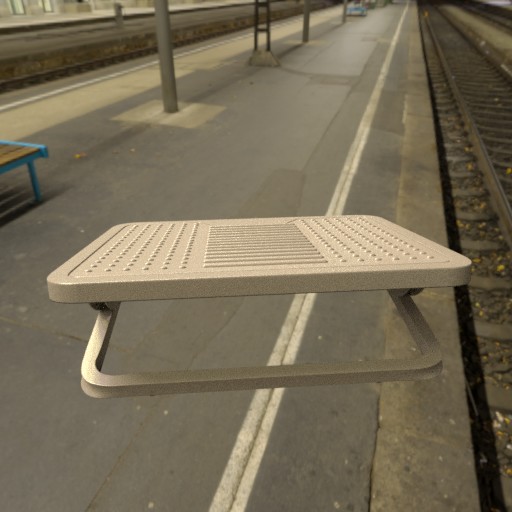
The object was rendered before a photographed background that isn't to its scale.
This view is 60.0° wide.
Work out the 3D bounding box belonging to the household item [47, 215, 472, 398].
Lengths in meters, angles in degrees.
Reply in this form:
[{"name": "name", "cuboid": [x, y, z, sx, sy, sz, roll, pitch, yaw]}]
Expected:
[{"name": "household item", "cuboid": [0.000, 0.000, 0.529, 0.390, 0.126, 0.301, -2, 31, -4]}]
